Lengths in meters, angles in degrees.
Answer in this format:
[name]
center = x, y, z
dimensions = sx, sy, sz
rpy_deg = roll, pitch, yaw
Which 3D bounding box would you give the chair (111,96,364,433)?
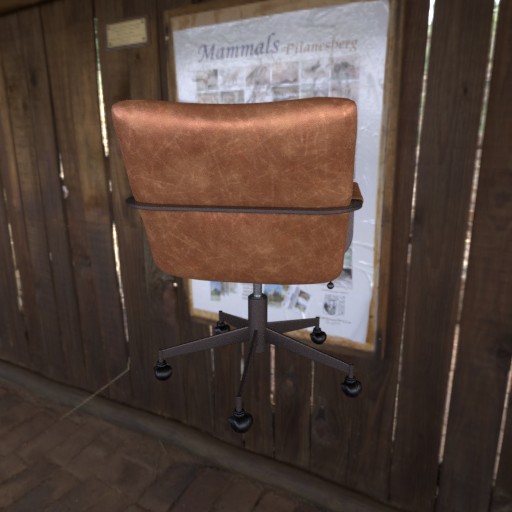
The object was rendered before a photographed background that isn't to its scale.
[chair]
center = 0.000, 0.000, 1.451
dimensions = 0.727, 0.922, 0.754
rpy_deg = 2, 15, 9
